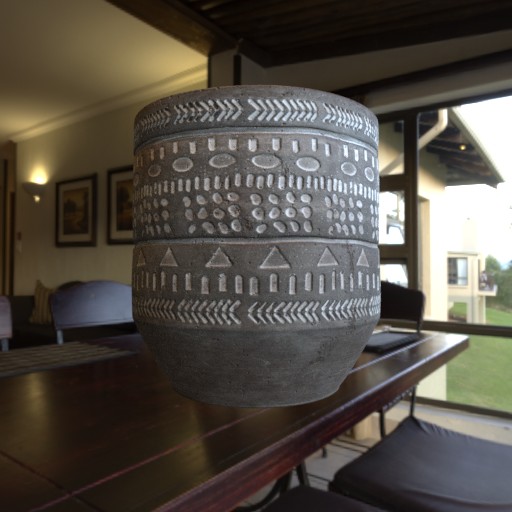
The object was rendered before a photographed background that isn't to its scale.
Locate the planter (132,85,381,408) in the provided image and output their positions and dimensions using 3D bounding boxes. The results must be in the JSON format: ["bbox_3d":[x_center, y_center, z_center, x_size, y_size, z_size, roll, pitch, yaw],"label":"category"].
[{"bbox_3d":[0.000,0.000,0.263,0.142,0.149,0.142,0,-1,0],"label":"planter"}]
